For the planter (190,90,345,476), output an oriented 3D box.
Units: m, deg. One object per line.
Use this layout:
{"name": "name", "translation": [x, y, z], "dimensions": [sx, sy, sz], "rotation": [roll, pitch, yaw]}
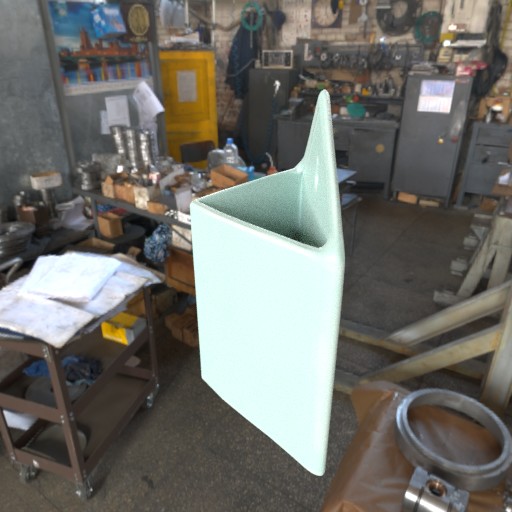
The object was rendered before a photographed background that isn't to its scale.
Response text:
{"name": "planter", "translation": [0.000, 0.000, 0.280], "dimensions": [0.079, 0.197, 0.164], "rotation": [0, 26, 0]}
